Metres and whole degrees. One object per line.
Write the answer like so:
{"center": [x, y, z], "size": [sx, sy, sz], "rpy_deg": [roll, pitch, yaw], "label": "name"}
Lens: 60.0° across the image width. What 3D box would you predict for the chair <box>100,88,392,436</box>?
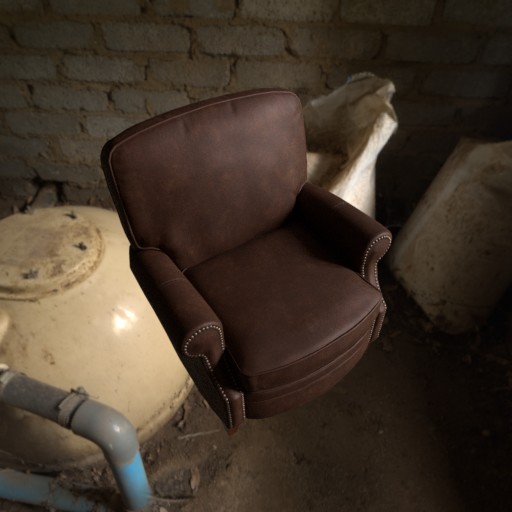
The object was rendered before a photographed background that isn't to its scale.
{"center": [0.000, 0.000, 1.775], "size": [0.936, 1.018, 0.986], "rpy_deg": [-25, 51, -22], "label": "chair"}
